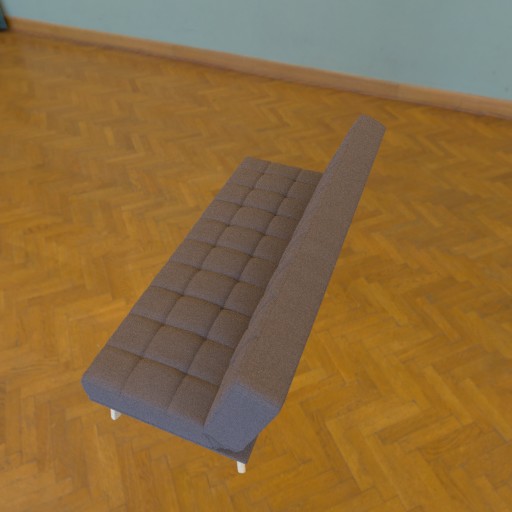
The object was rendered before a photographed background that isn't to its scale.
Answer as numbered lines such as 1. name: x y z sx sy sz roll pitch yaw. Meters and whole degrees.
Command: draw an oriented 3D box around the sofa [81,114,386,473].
1. sofa: 0.000 0.000 2.234 0.860 0.810 1.800 16 47 15
